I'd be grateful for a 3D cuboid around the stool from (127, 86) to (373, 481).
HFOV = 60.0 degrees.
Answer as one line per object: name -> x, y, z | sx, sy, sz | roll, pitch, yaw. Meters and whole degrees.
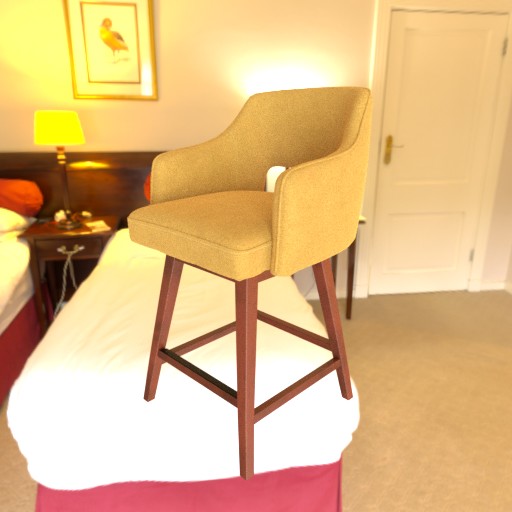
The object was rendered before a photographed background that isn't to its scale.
stool -> 0.000, 0.000, 1.271 | 0.548, 0.924, 0.558 | 17, 24, 42
